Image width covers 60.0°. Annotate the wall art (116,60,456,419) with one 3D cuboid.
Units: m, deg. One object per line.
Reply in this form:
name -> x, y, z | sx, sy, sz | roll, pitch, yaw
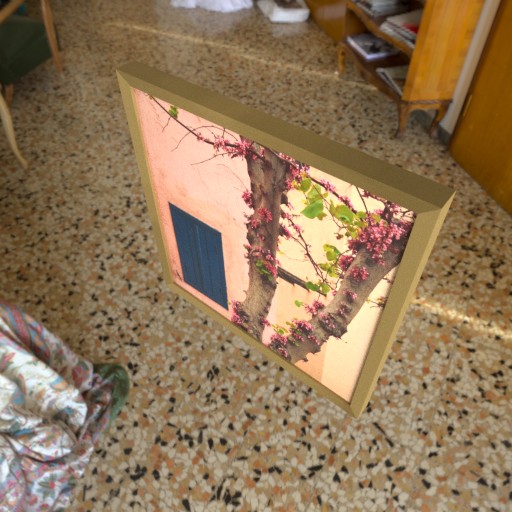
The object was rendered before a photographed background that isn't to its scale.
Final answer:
wall art -> 0.000, 0.000, 0.747 | 0.507, 0.508, 0.038 | 30, 54, 25
